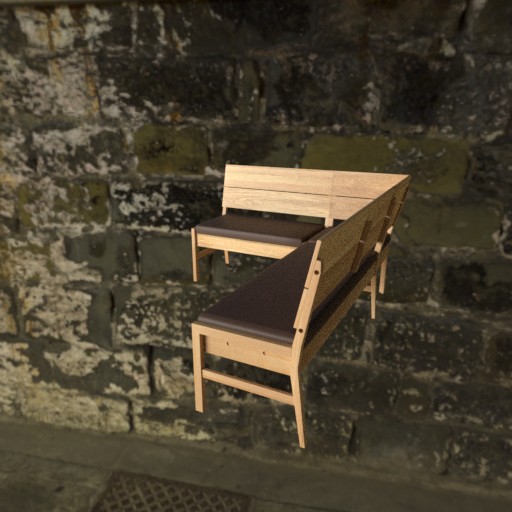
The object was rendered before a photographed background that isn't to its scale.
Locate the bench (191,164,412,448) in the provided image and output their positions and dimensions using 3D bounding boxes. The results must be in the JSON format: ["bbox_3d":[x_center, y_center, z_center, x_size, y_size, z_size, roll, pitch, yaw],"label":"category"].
[{"bbox_3d":[0.000,0.000,2.824,1.549,0.890,1.975,9,20,25],"label":"bench"}]
